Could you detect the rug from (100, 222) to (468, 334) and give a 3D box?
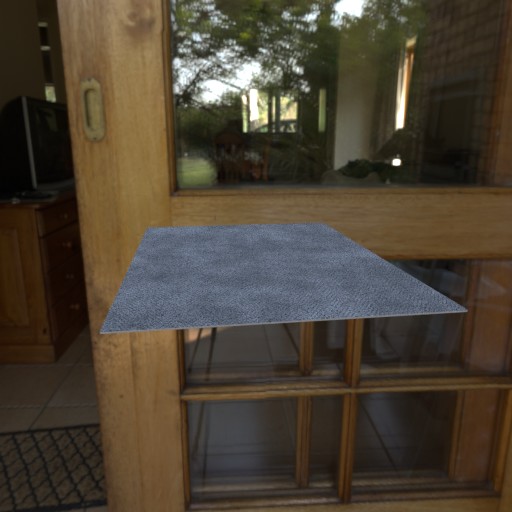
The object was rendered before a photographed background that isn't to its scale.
[{"bbox_3d":[0.000,0.000,2.951,1.600,0.008,2.235,-2,15,-8],"label":"rug"}]
